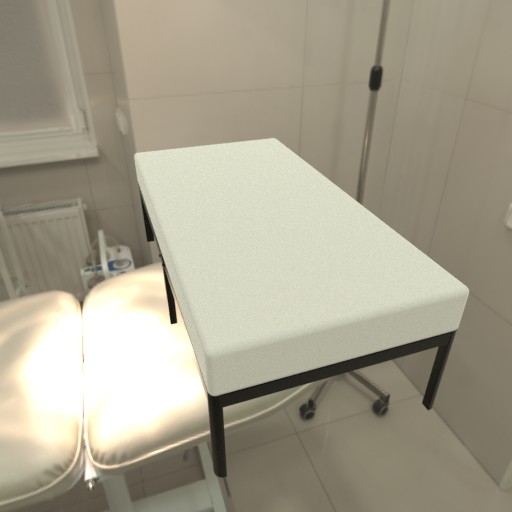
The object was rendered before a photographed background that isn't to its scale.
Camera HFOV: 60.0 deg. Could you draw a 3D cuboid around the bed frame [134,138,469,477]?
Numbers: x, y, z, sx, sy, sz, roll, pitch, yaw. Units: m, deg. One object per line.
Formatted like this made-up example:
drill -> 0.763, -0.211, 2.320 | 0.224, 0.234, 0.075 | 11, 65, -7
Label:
bed frame -> 0.000, 0.000, 2.427 | 1.023, 0.659, 1.950 | -11, 33, -16
